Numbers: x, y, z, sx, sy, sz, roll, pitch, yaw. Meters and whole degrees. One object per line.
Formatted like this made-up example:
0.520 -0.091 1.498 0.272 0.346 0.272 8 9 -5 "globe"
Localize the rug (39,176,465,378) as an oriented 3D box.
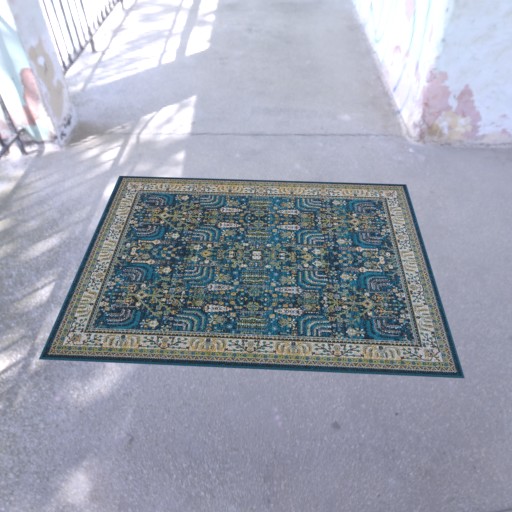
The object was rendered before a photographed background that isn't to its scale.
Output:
0.000 0.000 3.928 3.044 0.015 2.226 2 46 2 "rug"
